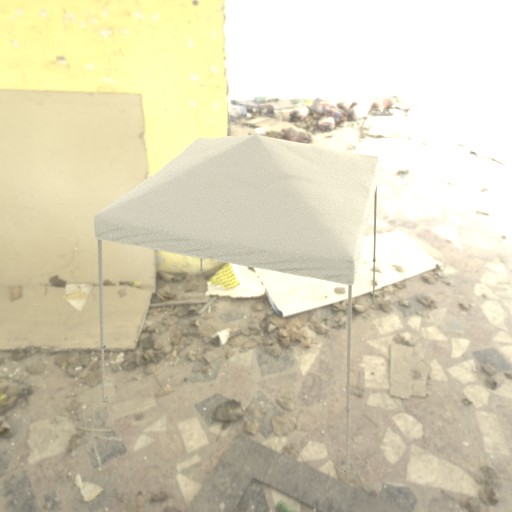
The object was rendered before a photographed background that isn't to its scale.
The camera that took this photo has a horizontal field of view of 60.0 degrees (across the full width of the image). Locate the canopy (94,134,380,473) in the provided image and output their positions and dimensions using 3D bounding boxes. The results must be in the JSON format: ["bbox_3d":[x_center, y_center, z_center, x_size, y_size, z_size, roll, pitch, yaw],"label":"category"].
[{"bbox_3d":[0.000,0.000,6.501,3.600,3.600,3.599,10,34,15],"label":"canopy"}]
